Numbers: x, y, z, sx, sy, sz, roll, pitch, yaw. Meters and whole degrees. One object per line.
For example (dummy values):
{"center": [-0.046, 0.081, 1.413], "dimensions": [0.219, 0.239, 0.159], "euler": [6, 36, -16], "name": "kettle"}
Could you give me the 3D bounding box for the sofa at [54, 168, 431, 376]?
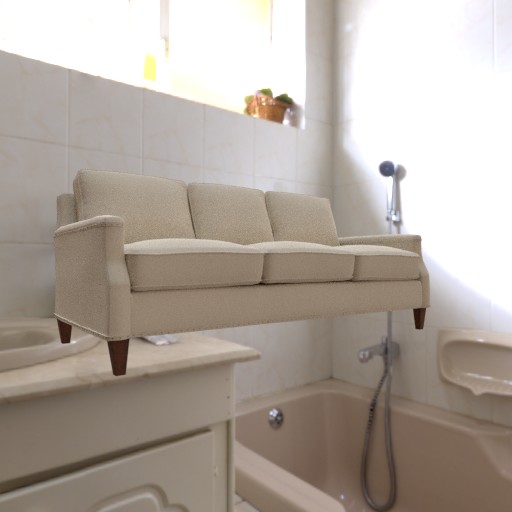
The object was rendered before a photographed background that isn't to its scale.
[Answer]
{"center": [0.000, 0.000, 2.828], "dimensions": [2.246, 1.003, 1.084], "euler": [1, -1, -36], "name": "sofa"}
